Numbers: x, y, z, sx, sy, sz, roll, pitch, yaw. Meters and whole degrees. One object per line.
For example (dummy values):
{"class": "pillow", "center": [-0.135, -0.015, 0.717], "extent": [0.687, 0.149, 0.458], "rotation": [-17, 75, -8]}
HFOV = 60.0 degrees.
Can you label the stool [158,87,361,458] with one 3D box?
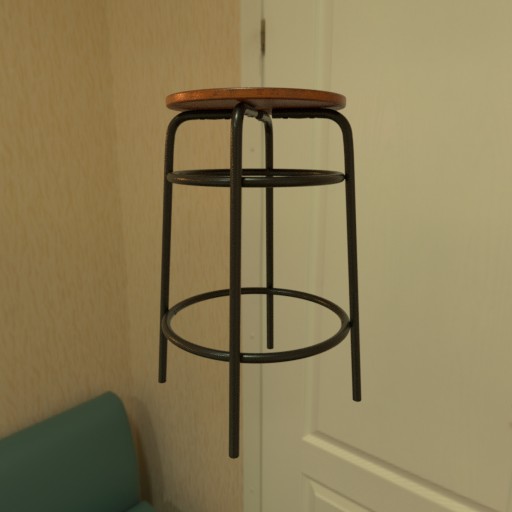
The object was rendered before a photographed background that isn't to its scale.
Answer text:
{"class": "stool", "center": [0.000, 0.000, 0.909], "extent": [0.455, 0.610, 0.455], "rotation": [2, 14, 10]}
